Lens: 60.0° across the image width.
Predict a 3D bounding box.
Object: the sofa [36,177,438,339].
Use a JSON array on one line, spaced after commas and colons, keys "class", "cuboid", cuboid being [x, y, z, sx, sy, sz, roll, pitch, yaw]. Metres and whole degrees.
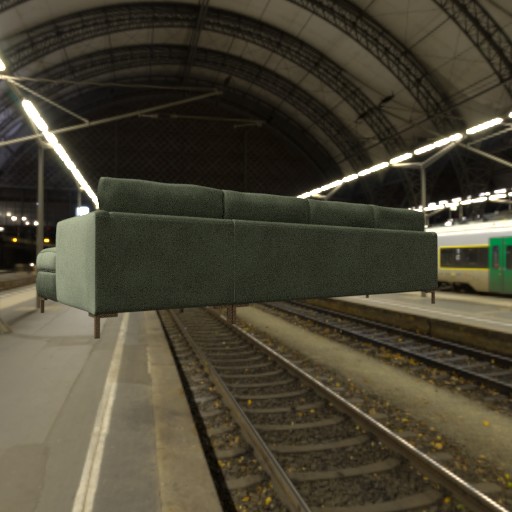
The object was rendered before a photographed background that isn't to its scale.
[{"class": "sofa", "cuboid": [0.000, 0.000, 3.239, 2.725, 0.756, 1.255, 0, -1, -36]}]
